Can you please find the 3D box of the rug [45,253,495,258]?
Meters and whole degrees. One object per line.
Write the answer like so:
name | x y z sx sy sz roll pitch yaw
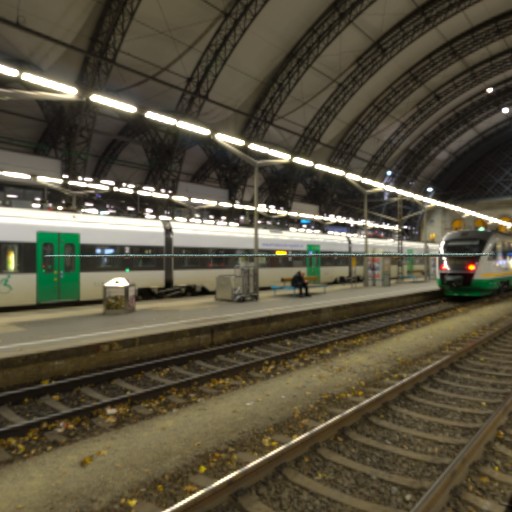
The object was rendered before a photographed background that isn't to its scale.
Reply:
rug | 0.000 0.000 2.683 2.459 0.010 0.801 0 -1 18
